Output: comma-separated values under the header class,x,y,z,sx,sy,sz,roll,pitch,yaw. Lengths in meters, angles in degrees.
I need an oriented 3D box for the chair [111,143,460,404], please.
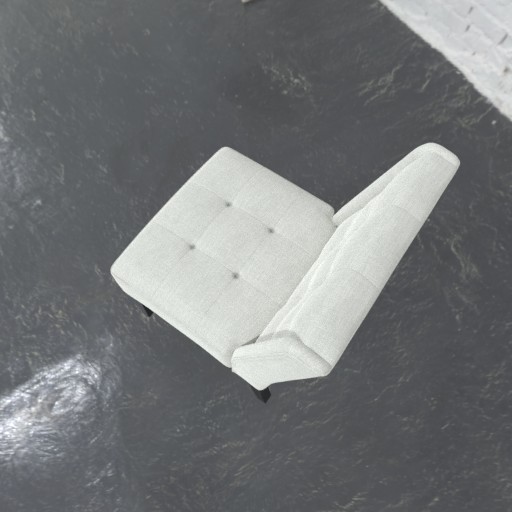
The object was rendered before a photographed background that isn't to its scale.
class,x,y,z,sx,sy,sz,roll,pitch,yaw
chair,0.000,0.000,1.282,0.676,0.853,0.569,33,69,14
